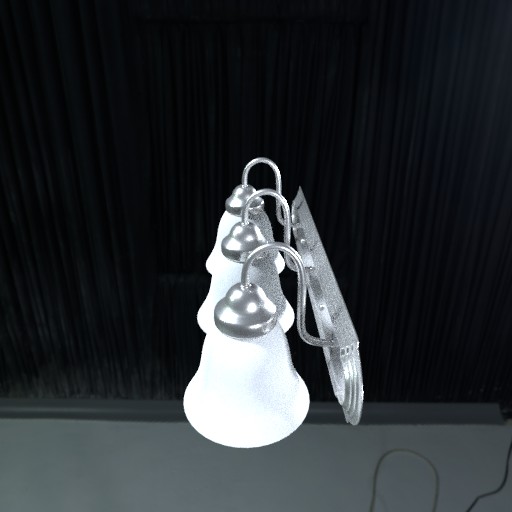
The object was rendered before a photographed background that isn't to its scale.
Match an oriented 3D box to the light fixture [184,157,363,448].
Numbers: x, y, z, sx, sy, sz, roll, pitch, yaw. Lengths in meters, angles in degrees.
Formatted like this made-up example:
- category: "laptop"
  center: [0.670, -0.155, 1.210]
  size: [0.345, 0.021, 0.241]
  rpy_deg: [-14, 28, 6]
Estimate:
- category: "light fixture"
  center: [0.000, 0.000, 0.708]
  size: [0.199, 0.222, 0.610]
  rpy_deg: [-1, 26, -1]
